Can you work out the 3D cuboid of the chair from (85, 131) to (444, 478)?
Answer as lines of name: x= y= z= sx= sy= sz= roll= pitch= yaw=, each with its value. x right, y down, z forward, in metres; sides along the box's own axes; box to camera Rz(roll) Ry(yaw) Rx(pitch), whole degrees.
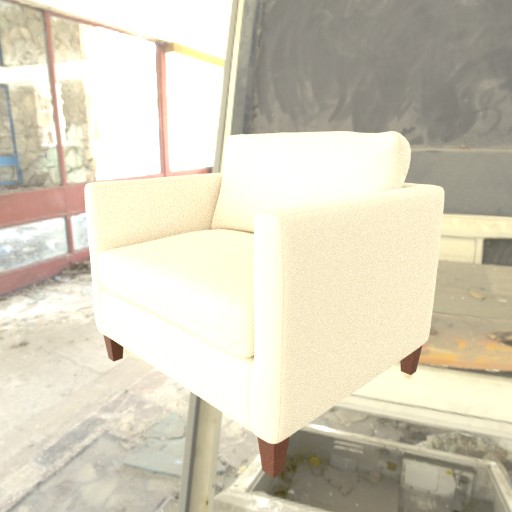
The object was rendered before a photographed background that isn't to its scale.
chair: x=0.000 y=0.000 z=1.632 sx=0.878 sy=0.885 sz=1.019 roll=-14 pitch=20 yaw=-43
